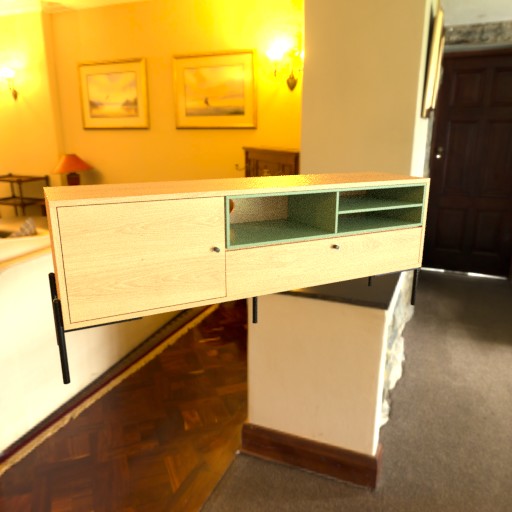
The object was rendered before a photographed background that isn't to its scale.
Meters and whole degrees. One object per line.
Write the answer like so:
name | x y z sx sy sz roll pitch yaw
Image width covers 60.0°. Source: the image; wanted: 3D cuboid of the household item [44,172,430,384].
household item | 0.000 0.000 1.825 1.550 0.600 0.400 -8 17 -26
